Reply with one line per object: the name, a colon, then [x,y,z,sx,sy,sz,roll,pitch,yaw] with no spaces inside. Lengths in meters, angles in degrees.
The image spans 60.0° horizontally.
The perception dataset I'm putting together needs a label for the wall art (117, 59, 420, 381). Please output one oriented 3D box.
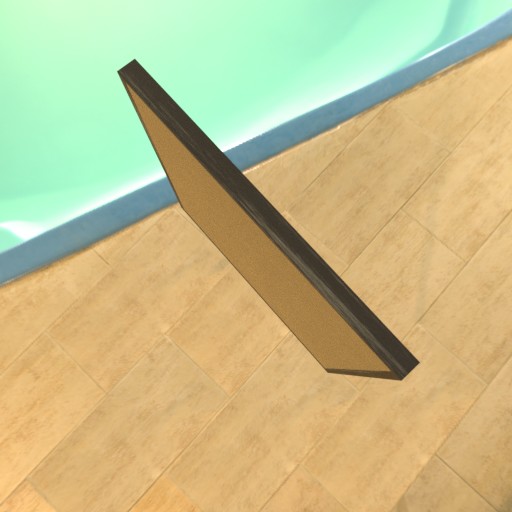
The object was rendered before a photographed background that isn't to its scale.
wall art: [0.000,0.000,1.155,0.043,0.758,0.762,-40,80,-9]
